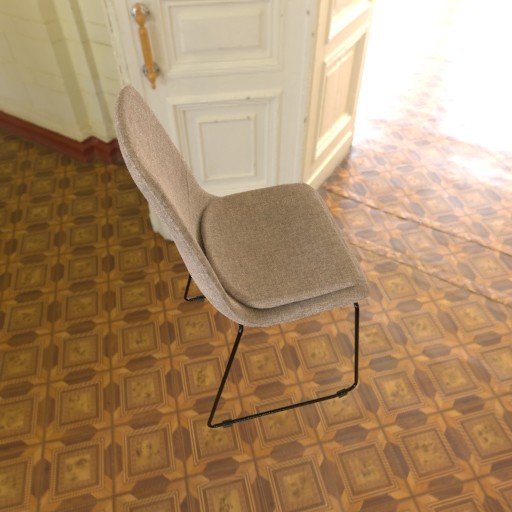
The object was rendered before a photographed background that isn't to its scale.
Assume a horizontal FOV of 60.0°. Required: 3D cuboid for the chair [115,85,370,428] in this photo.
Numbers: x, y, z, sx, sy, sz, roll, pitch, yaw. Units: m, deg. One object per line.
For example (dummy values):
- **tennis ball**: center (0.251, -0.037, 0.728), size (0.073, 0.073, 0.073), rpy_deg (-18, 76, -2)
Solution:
- **chair**: center (0.000, 0.000, 1.134), size (0.518, 0.858, 0.479), rpy_deg (-11, 48, -10)
